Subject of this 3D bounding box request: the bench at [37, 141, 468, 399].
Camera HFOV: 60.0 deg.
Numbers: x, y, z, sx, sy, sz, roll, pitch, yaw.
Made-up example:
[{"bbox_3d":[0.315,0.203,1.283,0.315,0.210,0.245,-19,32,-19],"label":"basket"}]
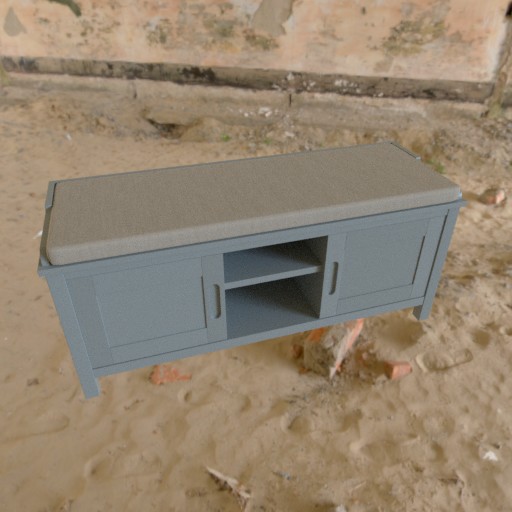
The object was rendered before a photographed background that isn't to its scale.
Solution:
[{"bbox_3d":[0.000,0.000,1.393,1.140,0.501,0.398,-10,35,-14],"label":"bench"}]
